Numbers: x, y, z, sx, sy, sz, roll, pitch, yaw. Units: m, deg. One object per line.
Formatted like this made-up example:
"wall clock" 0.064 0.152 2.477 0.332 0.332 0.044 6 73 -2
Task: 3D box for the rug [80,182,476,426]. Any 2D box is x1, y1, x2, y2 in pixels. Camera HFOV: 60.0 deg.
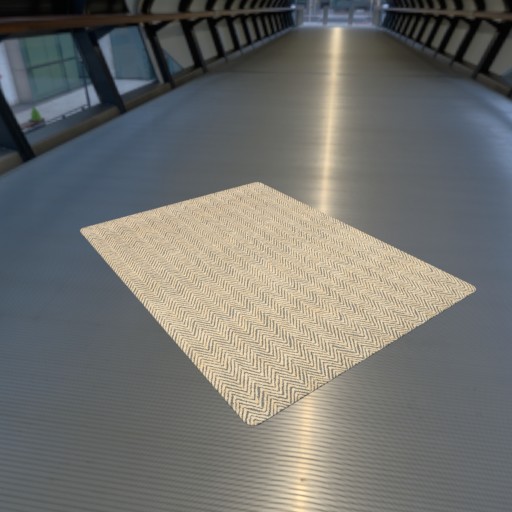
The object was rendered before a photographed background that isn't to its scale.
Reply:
"rug" 0.000 0.000 4.329 2.439 0.014 3.207 -20 36 -31
